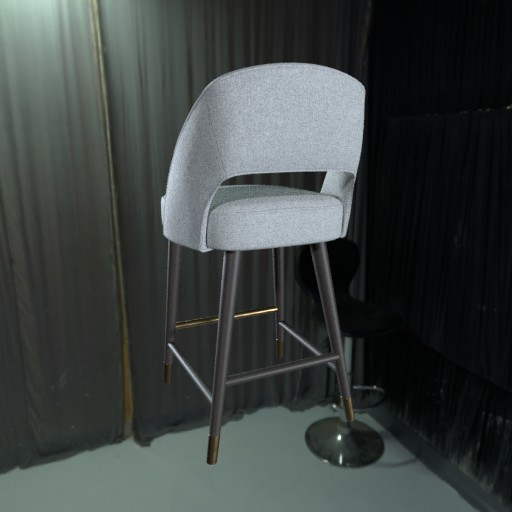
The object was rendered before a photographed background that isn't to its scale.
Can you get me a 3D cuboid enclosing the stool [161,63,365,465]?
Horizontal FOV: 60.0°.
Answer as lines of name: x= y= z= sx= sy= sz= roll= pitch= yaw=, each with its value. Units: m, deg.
stool: x=0.000 y=0.000 z=1.253 sx=0.494 sy=0.940 sz=0.509 roll=-7 pitch=16 yaw=-24
